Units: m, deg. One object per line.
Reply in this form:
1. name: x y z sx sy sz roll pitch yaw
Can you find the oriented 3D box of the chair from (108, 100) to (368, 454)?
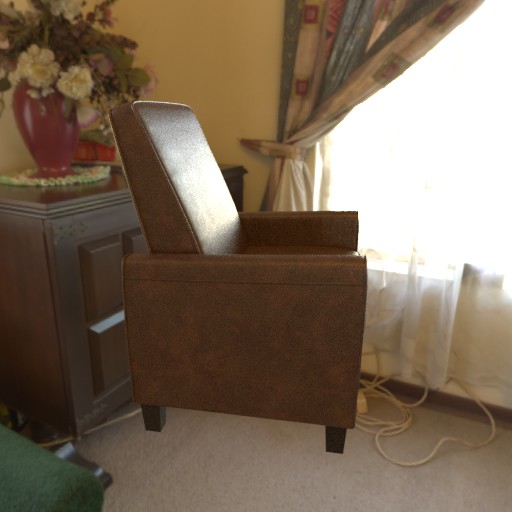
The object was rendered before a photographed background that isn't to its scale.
1. chair: 0.000 0.000 1.535 0.746 1.013 0.705 3 18 10
